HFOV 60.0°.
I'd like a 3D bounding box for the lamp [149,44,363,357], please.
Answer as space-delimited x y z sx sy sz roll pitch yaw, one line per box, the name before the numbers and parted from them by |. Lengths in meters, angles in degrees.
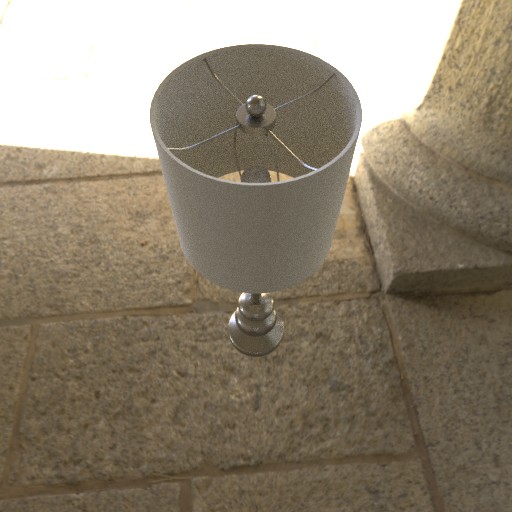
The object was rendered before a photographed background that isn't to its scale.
lamp | 0.000 0.000 0.809 0.254 0.690 0.254 -30 62 -18
